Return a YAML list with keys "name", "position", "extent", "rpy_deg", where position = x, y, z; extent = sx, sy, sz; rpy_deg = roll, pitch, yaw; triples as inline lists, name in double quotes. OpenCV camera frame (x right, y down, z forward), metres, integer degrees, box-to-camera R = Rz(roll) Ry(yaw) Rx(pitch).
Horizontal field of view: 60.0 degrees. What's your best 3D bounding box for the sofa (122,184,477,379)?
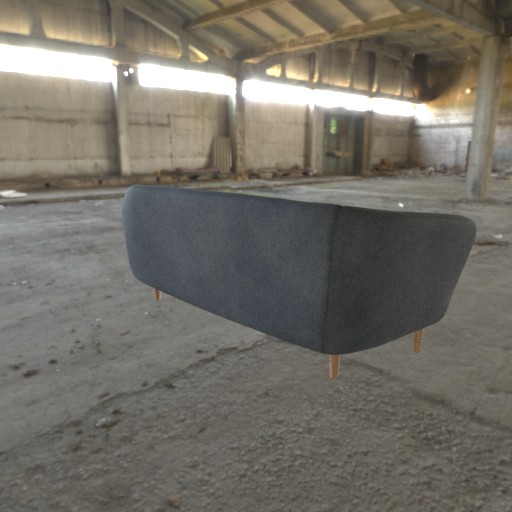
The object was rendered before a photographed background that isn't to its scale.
- name: "sofa"
  position: [0.000, 0.000, 2.550]
  extent: [0.849, 0.795, 2.095]
  rpy_deg: [-12, 18, -42]
